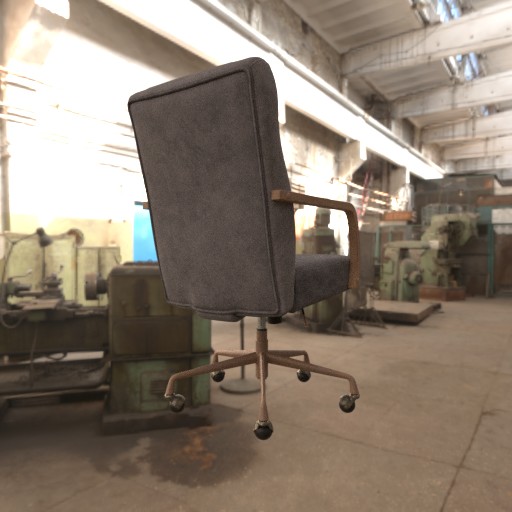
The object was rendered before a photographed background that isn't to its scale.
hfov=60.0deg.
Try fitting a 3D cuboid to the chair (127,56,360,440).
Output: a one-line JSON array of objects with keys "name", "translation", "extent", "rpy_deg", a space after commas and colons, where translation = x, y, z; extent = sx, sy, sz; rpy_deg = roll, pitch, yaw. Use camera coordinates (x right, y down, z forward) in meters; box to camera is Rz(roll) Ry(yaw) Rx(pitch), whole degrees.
[{"name": "chair", "translation": [0.000, 0.000, 1.511], "extent": [0.640, 1.029, 0.741], "rpy_deg": [1, 2, 36]}]
